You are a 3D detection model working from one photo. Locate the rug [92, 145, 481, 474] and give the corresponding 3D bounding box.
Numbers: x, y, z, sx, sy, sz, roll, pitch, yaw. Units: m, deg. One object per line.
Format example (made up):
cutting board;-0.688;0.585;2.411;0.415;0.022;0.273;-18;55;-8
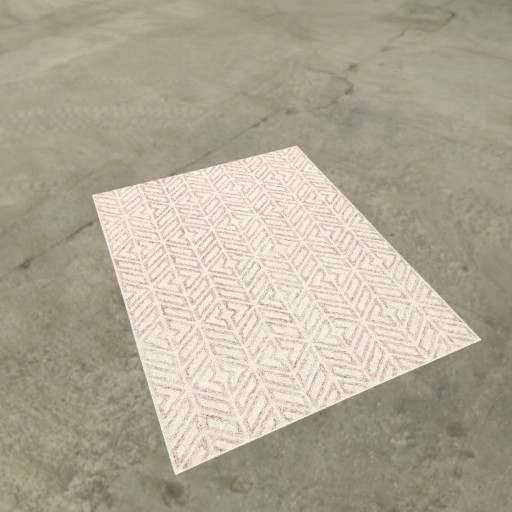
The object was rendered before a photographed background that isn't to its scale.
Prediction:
rug;0.000;0.000;4.024;2.421;0.008;3.045;-17;48;-17
